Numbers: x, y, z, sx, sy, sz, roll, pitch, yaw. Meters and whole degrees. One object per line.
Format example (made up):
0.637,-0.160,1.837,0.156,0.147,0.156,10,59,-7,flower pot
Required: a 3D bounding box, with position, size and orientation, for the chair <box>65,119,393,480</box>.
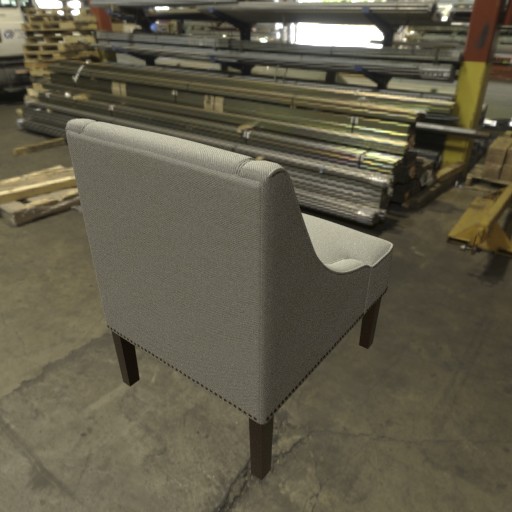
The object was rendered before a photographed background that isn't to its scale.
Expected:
0.000,0.000,1.374,0.628,0.872,0.748,21,36,32,chair
